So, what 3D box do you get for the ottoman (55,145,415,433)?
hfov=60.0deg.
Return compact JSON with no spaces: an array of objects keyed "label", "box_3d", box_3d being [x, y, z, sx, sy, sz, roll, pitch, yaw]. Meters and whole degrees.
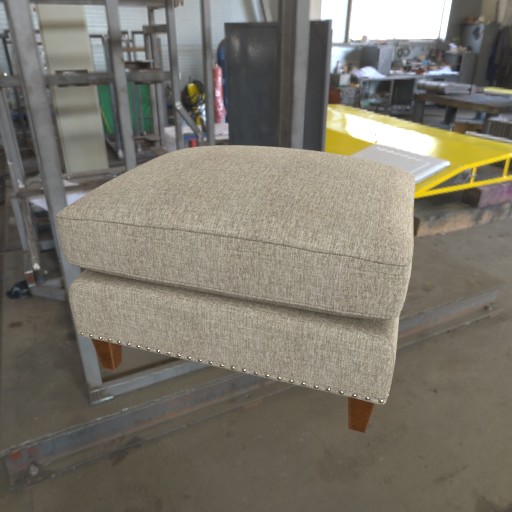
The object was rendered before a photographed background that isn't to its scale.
[{"label":"ottoman","box_3d":[0.000,0.000,1.160,0.741,0.513,0.584,8,28,16]}]
